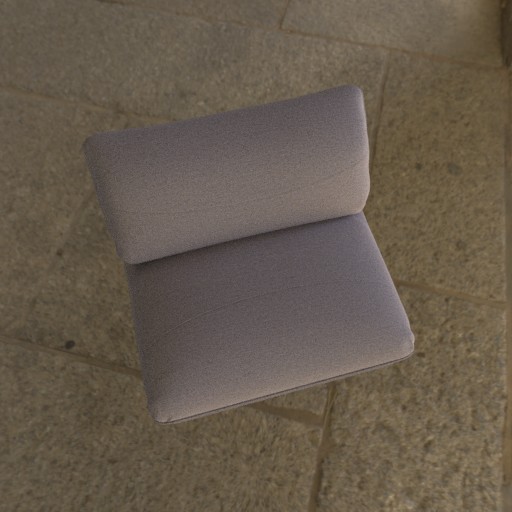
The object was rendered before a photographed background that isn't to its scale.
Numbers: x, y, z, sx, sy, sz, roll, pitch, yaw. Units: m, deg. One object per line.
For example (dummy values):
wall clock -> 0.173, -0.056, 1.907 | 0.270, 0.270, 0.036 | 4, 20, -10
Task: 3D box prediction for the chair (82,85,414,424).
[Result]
chair -> 0.000, 0.000, 1.342 | 0.820, 0.580, 0.780 | -13, 65, -6
